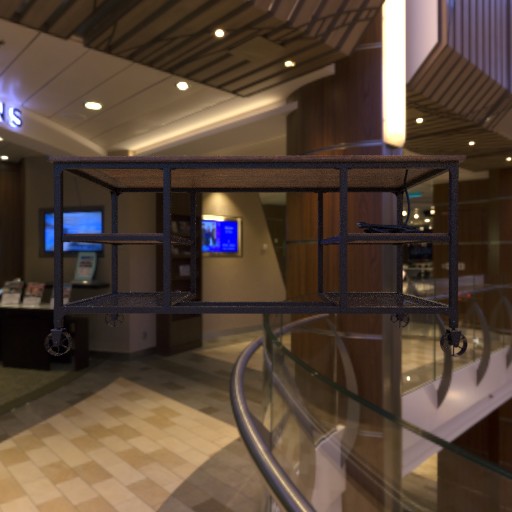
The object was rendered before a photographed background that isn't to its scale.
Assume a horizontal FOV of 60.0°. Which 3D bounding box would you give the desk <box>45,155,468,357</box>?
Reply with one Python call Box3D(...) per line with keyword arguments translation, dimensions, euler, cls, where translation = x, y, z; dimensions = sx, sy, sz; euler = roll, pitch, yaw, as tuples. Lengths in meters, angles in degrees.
Box3D(translation=(0.000, 0.000, 2.005), dimensions=(1.590, 0.751, 0.711), euler=(0, 0, 1), cls="desk")
